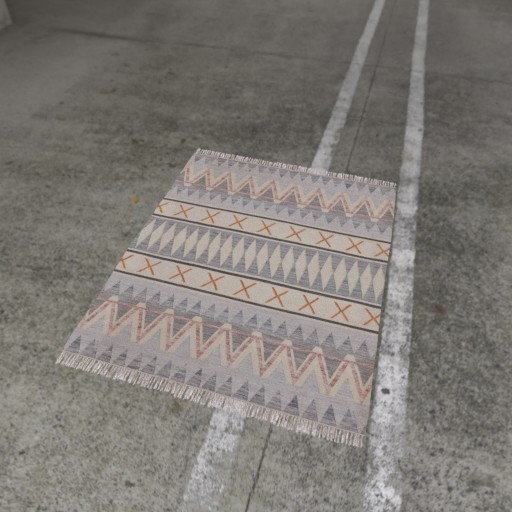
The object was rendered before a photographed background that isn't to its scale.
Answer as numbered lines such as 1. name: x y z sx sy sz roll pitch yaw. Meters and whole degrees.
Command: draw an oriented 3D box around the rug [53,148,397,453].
1. rug: 0.000 0.000 4.110 2.371 0.012 3.000 12 48 11
